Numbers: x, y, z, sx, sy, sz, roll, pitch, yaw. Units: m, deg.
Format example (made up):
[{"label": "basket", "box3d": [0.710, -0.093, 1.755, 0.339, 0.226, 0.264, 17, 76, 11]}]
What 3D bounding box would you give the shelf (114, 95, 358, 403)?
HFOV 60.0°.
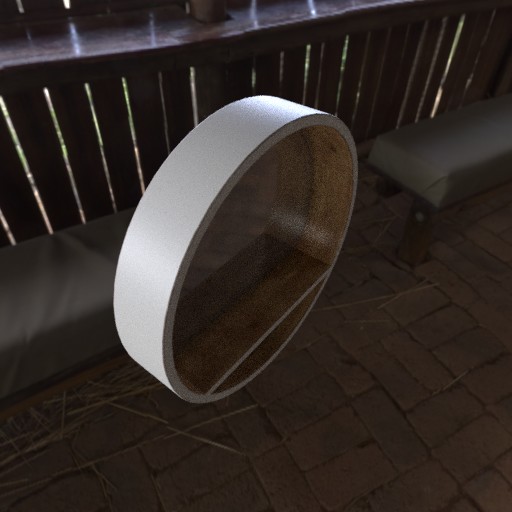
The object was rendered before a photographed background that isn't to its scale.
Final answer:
[{"label": "shelf", "box3d": [0.000, 0.000, 1.205, 0.158, 0.807, 0.806, 28, 49, 28]}]
